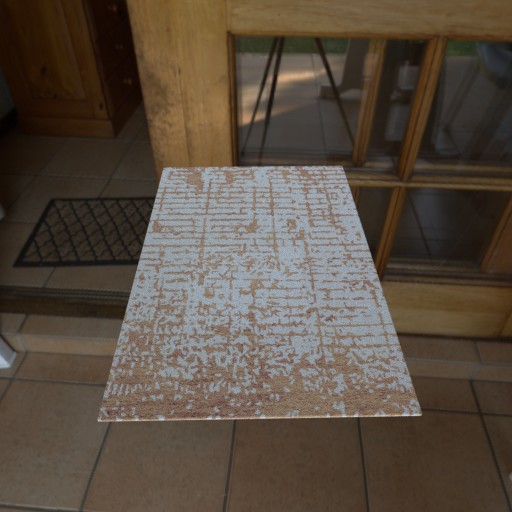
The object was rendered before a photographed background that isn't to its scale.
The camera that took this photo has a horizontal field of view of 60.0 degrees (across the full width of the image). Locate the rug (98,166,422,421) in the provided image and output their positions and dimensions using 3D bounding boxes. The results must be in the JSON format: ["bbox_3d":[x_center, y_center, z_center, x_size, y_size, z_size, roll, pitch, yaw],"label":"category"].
[{"bbox_3d":[0.000,0.000,2.343,1.219,0.011,1.829,-1,42,-1],"label":"rug"}]
